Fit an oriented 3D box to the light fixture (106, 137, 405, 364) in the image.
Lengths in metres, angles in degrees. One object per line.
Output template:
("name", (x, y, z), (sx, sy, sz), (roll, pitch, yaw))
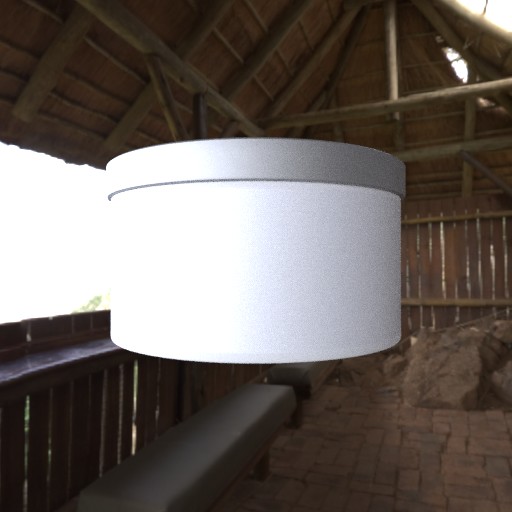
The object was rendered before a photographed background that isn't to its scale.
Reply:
("light fixture", (0.000, 0.000, 0.615), (0.393, 0.229, 0.393), (0, 0, 0))
